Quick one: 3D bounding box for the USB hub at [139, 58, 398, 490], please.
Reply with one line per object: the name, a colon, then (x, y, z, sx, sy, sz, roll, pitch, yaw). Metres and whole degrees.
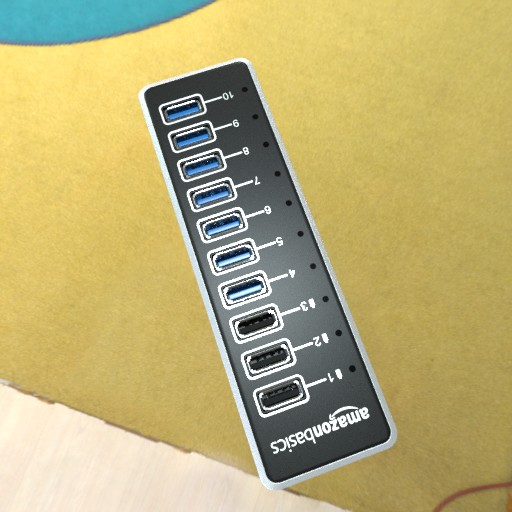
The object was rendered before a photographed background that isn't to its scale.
USB hub: (0.000, 0.000, 0.160, 0.044, 0.023, 0.145, -19, 77, -4)
